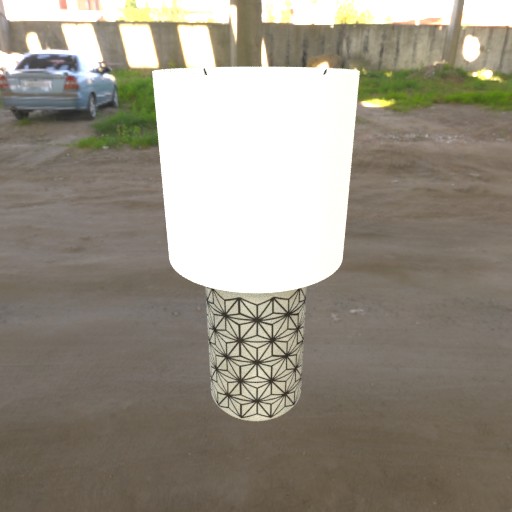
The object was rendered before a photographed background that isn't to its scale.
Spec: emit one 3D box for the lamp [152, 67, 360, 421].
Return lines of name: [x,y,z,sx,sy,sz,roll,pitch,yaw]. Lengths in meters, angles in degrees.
lamp: [0.000,0.000,0.538,0.206,0.416,0.206,-17,30,-33]
